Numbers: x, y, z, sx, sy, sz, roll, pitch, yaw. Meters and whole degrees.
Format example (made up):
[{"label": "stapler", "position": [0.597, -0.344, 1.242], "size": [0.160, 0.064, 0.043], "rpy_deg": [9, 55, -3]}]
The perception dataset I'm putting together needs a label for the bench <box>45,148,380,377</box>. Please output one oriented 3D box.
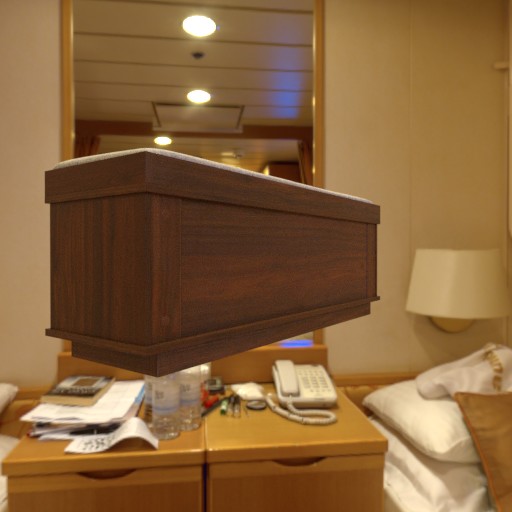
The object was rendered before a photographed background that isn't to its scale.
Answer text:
[{"label": "bench", "position": [0.000, 0.000, 1.408], "size": [0.367, 0.468, 1.196], "rpy_deg": [0, 1, 36]}]
